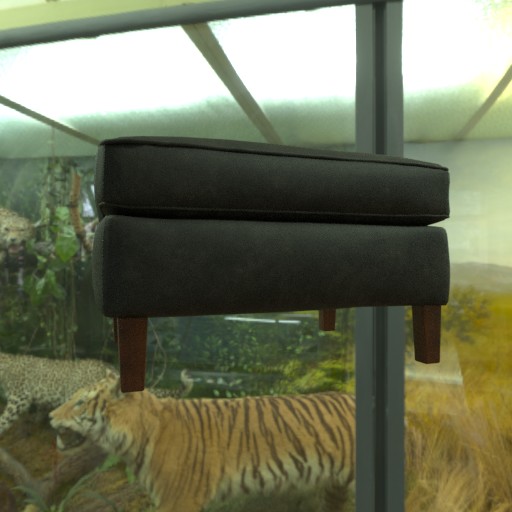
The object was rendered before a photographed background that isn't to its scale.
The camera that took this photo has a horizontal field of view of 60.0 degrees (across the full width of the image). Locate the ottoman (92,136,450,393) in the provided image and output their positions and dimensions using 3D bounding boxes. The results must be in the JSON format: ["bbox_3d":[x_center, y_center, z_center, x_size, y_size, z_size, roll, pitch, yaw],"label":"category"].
[{"bbox_3d":[0.000,0.000,0.963,0.665,0.413,0.501,0,0,-19],"label":"ottoman"}]
